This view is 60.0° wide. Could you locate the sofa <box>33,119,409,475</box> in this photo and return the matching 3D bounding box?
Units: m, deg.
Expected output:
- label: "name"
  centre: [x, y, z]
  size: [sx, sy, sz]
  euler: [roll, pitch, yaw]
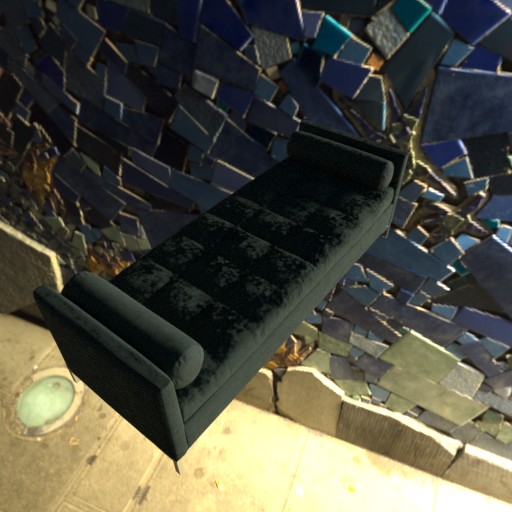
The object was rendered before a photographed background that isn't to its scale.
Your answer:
- label: "sofa"
  centre: [0.000, 0.000, 2.488]
  size: [0.797, 0.657, 2.102]
  euler: [27, 48, 27]
